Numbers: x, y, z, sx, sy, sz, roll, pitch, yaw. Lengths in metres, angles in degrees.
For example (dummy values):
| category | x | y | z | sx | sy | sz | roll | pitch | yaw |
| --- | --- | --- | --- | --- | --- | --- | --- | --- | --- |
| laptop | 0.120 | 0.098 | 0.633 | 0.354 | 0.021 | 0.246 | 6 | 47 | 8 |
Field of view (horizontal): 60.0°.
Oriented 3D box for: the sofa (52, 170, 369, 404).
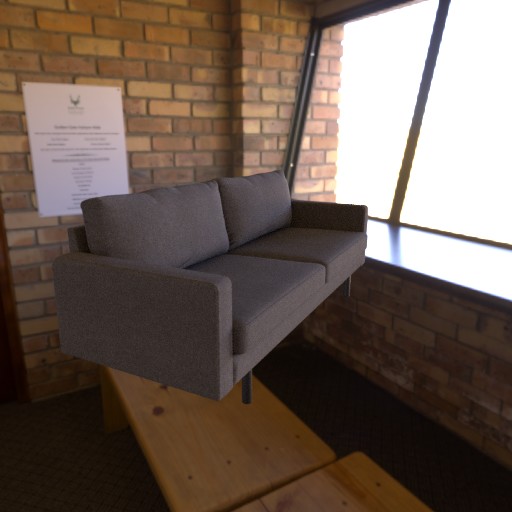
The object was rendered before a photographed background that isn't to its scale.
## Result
| category | x | y | z | sx | sy | sz | roll | pitch | yaw |
| --- | --- | --- | --- | --- | --- | --- | --- | --- | --- |
| sofa | 0.000 | 0.000 | 2.619 | 0.880 | 0.880 | 2.100 | 8 | 17 | 27 |
